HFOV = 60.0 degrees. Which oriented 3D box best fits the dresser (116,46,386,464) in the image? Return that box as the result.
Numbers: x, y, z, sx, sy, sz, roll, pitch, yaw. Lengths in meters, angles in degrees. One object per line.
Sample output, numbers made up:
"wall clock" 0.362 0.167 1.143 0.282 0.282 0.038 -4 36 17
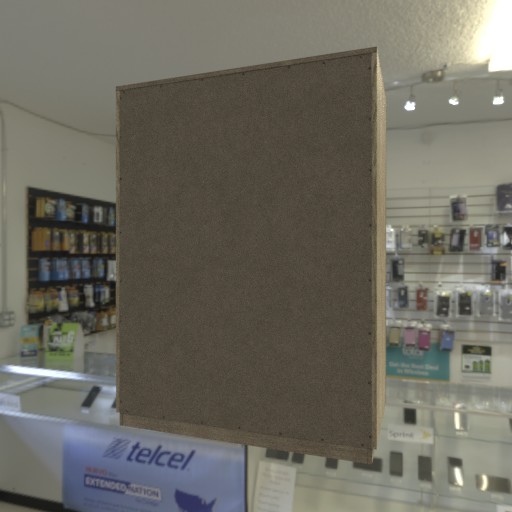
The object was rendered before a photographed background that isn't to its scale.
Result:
"dresser" 0.000 0.000 1.760 0.967 1.295 0.483 0 0 20
